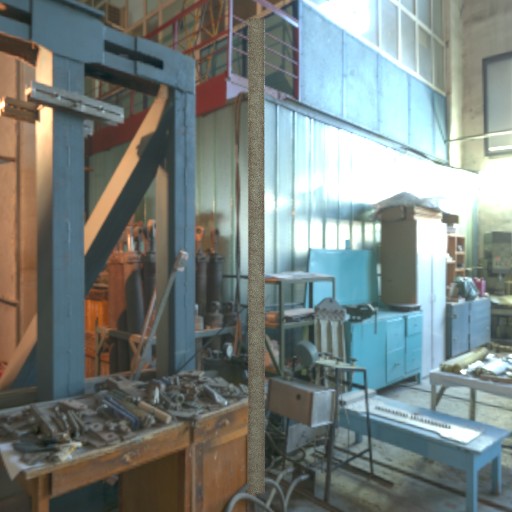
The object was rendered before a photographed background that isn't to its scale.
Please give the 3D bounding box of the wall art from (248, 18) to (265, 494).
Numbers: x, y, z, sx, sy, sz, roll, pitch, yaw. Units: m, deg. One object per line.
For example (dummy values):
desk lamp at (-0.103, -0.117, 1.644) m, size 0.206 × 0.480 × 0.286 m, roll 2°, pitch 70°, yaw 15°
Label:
wall art at (0.000, 0.000, 1.686) m, size 0.051 × 1.461 × 0.648 m, roll 0°, pitch 0°, yaw 0°
